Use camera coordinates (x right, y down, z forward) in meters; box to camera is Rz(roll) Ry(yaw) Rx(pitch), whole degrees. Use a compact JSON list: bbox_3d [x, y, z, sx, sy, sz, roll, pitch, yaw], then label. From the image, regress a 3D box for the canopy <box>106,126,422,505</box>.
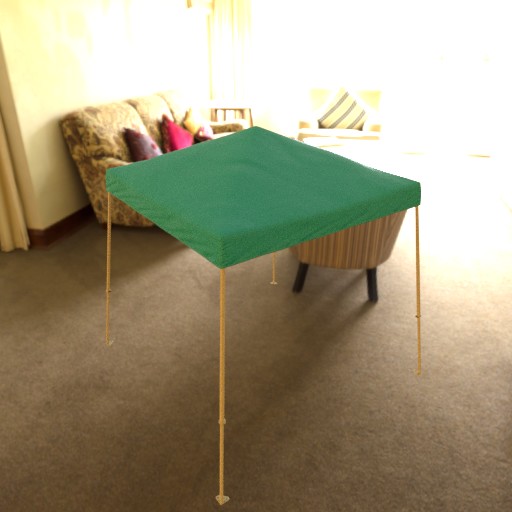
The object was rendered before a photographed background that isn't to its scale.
[{"bbox_3d":[0.000,0.000,4.995,2.849,2.850,2.850,-18,31,-32],"label":"canopy"}]
